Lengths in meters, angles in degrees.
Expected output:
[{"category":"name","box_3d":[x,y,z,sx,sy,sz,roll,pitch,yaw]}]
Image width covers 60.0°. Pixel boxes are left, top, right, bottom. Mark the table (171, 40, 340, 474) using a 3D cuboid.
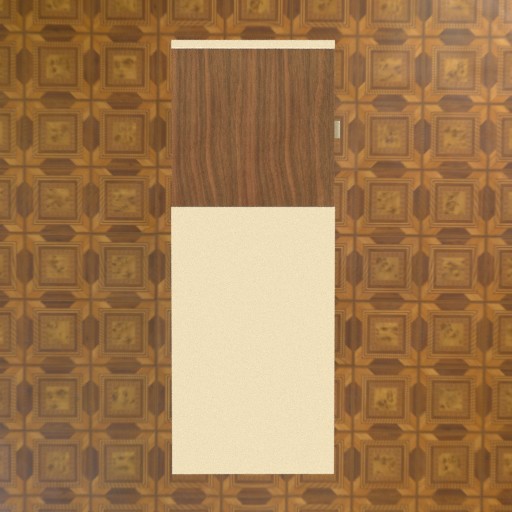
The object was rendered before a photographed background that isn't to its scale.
[{"category":"table","box_3d":[0.000,0.000,1.481,0.418,0.785,1.066,0,91,0]}]
